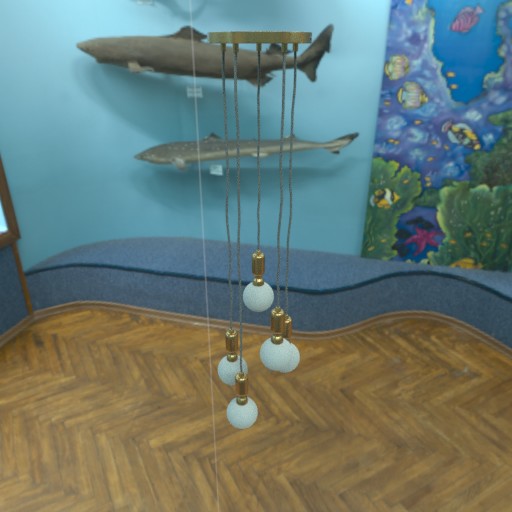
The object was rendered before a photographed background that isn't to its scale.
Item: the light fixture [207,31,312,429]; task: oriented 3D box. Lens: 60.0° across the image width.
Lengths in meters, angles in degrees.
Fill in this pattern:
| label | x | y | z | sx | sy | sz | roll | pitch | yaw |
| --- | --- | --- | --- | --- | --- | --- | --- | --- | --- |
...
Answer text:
| label | x | y | z | sx | sy | sz | roll | pitch | yaw |
| --- | --- | --- | --- | --- | --- | --- | --- | --- | --- |
| light fixture | 0.000 | 0.000 | 0.507 | 0.105 | 0.457 | 0.108 | 8 | 27 | 16 |
